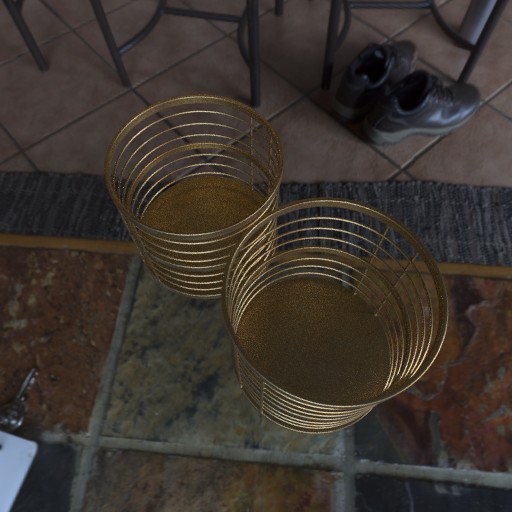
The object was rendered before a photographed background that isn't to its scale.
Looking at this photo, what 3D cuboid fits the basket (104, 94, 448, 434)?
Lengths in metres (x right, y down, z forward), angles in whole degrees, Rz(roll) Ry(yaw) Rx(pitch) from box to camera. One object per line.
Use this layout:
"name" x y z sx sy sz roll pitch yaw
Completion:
"basket" 0.000 0.000 0.925 0.356 0.351 0.746 -36 68 -17
